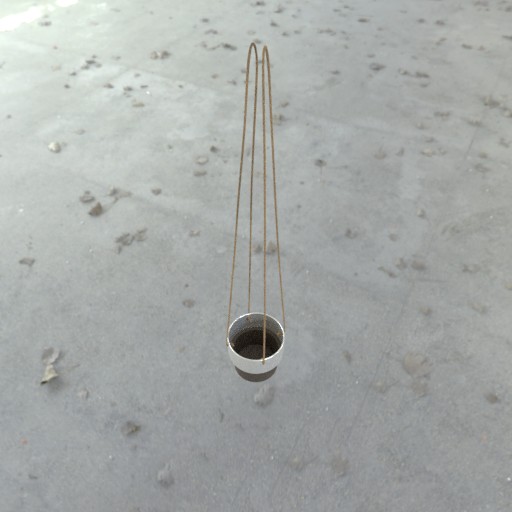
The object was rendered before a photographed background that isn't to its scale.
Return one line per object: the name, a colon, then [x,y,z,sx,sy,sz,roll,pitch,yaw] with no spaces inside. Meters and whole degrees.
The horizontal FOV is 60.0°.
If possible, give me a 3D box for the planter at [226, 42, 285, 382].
planter: [0.000,0.000,1.162,0.187,1.073,0.187,23,50,20]
